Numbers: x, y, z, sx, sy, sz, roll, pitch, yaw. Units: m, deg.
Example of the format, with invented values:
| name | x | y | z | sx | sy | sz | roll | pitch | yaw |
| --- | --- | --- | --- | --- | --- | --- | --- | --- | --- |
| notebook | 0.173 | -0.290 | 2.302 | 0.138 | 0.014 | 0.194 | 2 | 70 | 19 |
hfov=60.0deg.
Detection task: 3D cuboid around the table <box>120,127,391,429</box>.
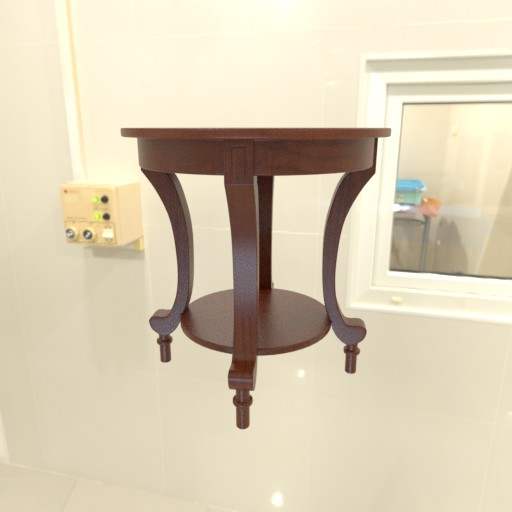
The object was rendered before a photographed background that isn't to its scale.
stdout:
| name | x | y | z | sx | sy | sz | roll | pitch | yaw |
| --- | --- | --- | --- | --- | --- | --- | --- | --- | --- |
| table | 0.000 | 0.000 | 1.102 | 0.597 | 0.612 | 0.597 | 0 | 16 | 0 |
